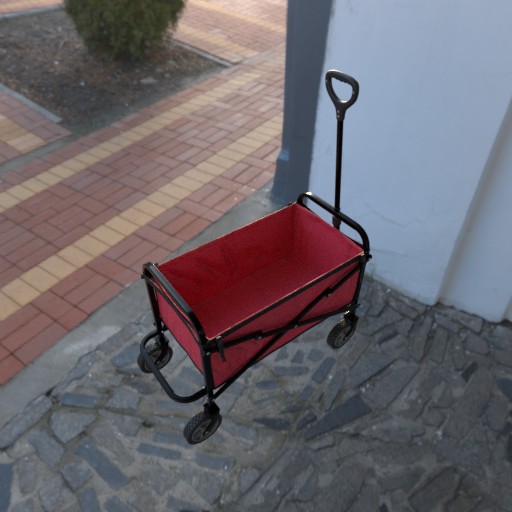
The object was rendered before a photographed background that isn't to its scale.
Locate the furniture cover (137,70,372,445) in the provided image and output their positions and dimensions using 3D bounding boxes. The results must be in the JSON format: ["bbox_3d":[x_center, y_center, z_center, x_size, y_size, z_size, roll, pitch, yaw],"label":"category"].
[{"bbox_3d":[0.000,0.000,1.789,1.038,1.295,0.532,-26,48,-27],"label":"furniture cover"}]
